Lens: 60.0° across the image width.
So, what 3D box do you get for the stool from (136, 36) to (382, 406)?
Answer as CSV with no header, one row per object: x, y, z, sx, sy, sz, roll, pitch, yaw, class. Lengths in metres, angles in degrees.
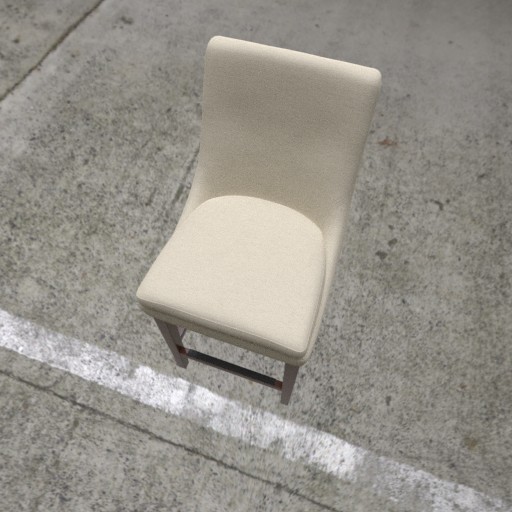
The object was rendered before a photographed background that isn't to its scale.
0.000,0.000,1.295,0.470,0.981,0.577,17,60,10,stool
